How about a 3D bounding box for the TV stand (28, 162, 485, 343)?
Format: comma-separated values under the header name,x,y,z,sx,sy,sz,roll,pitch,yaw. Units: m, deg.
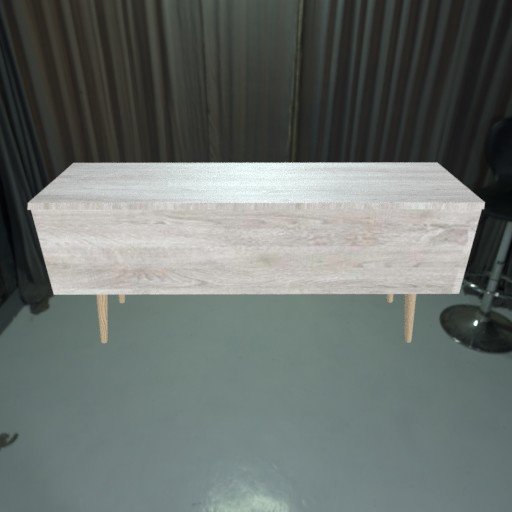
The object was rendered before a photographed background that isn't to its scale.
name,x,y,z,sx,sy,sz,roll,pitch,yaw
TV stand,0.000,0.000,1.577,1.313,0.565,0.401,0,29,0
